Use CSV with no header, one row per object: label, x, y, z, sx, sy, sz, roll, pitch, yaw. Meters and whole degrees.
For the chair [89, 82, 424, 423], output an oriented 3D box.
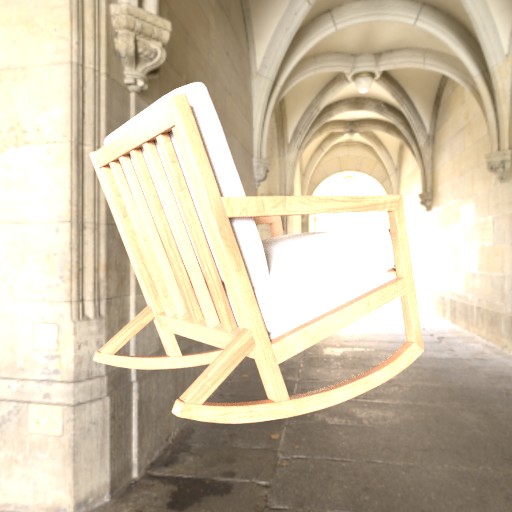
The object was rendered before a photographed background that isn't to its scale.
chair,0.000,0.000,1.400,0.857,0.790,0.622,0,0,-35
